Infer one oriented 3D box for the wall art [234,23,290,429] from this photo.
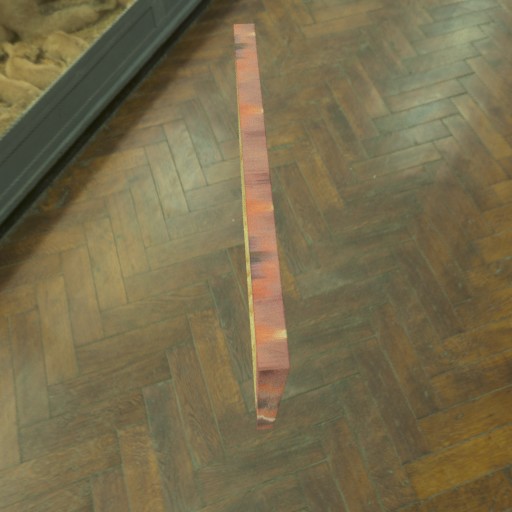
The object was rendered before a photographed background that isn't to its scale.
[{"bbox_3d":[0.000,0.000,0.908,0.037,0.609,0.603,-4,63,-2],"label":"wall art"}]
